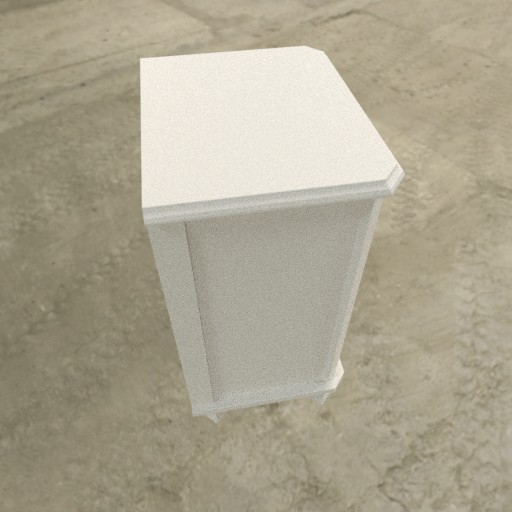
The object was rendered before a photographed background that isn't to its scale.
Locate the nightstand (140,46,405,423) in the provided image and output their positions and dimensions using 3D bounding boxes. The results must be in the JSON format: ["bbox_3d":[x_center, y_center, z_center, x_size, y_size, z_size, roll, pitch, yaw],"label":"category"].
[{"bbox_3d":[0.000,0.000,0.934,0.351,0.681,0.435,-8,48,-7],"label":"nightstand"}]
